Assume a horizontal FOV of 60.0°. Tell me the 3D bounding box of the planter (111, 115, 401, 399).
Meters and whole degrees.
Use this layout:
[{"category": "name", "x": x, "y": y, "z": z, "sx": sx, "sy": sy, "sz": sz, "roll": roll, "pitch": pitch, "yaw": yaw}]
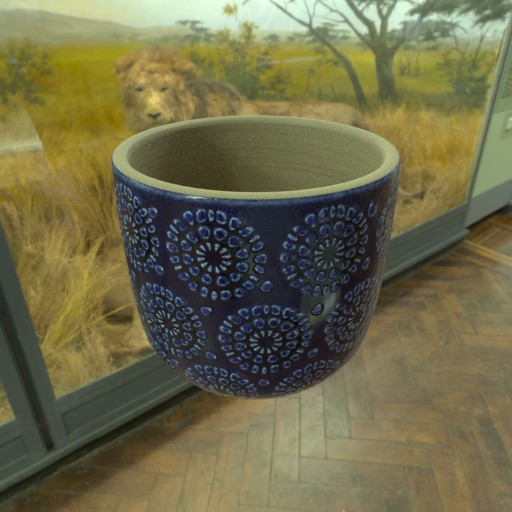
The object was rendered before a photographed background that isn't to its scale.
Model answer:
[{"category": "planter", "x": 0.000, "y": 0.000, "z": 0.294, "sx": 0.165, "sy": 0.149, "sz": 0.165, "roll": 0, "pitch": 30, "yaw": 0}]
